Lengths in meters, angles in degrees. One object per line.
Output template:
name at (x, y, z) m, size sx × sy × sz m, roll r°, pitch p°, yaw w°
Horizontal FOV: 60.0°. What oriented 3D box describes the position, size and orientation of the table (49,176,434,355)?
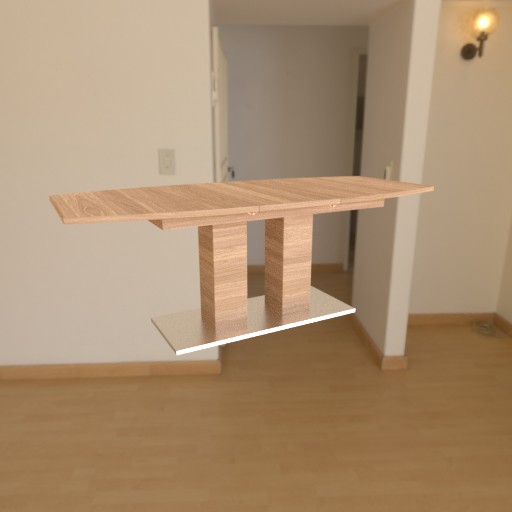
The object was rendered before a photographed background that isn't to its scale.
table at (0.000, 0.000, 2.540) m, size 2.032 × 0.750 × 0.900 m, roll -8°, pitch 18°, yaw -27°
